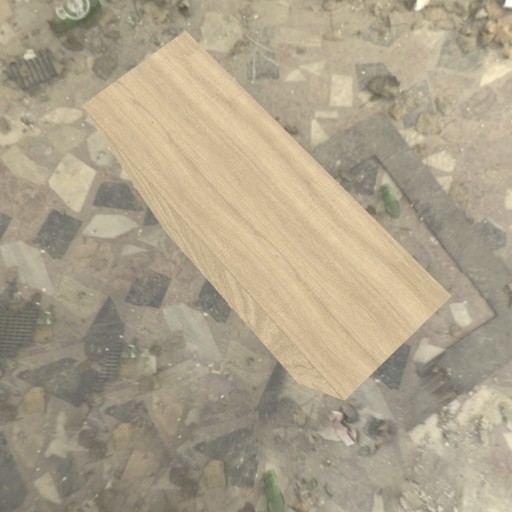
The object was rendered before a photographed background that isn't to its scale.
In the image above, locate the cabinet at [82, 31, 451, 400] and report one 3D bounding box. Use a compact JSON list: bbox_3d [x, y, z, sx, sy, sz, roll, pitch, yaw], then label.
[{"bbox_3d":[0.000,0.000,1.914,0.398,1.388,1.111,-41,79,-9],"label":"cabinet"}]
